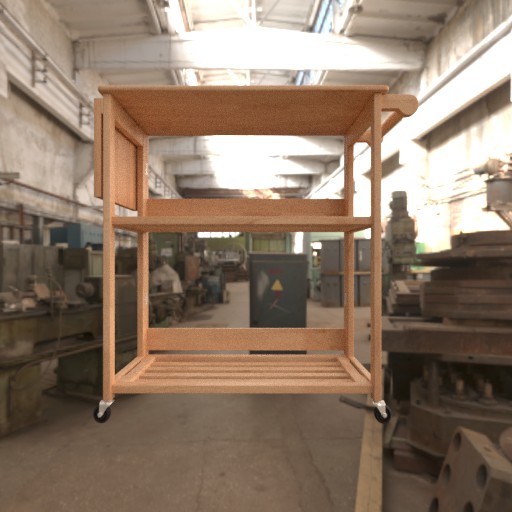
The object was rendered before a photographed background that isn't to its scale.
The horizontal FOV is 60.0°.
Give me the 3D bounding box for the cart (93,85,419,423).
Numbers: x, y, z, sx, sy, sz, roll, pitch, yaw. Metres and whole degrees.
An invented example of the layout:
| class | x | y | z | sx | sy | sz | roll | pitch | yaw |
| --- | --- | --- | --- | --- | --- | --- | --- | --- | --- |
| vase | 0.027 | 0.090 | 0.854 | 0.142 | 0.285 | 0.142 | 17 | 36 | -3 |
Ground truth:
| class | x | y | z | sx | sy | sz | roll | pitch | yaw |
| --- | --- | --- | --- | --- | --- | --- | --- | --- | --- |
| cart | 0.000 | 0.000 | 1.353 | 0.853 | 0.879 | 0.432 | 0 | 0 | 0 |
